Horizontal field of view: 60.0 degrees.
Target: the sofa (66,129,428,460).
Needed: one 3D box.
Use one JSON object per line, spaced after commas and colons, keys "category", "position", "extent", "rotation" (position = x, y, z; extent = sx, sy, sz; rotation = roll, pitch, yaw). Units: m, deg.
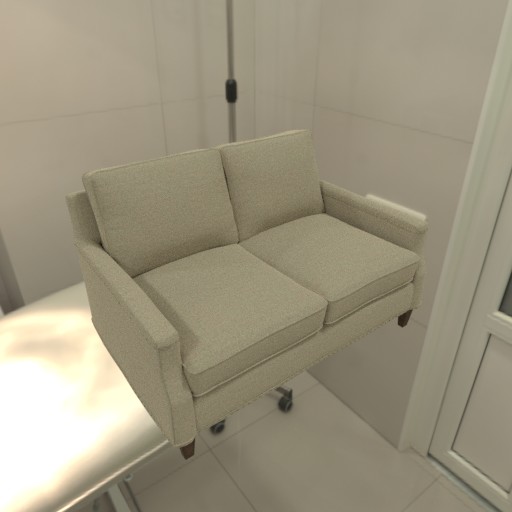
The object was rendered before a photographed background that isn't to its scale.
{"category": "sofa", "position": [0.000, 0.000, 2.321], "extent": [1.597, 1.003, 1.084], "rotation": [-21, 36, -31]}
